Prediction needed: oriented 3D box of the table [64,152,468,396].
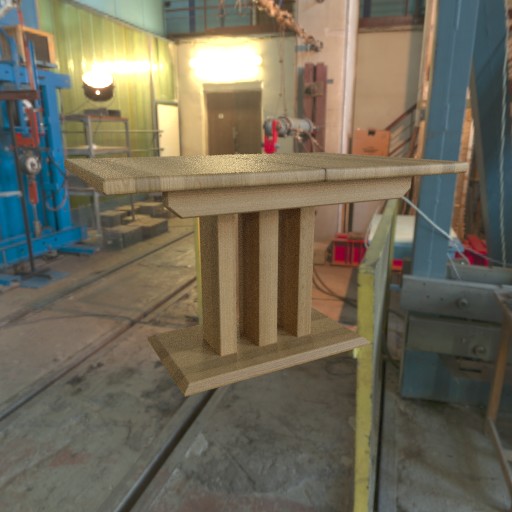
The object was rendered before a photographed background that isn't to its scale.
[{"bbox_3d":[0.000,0.000,1.822,1.300,0.770,0.900,-8,18,-27],"label":"table"}]
